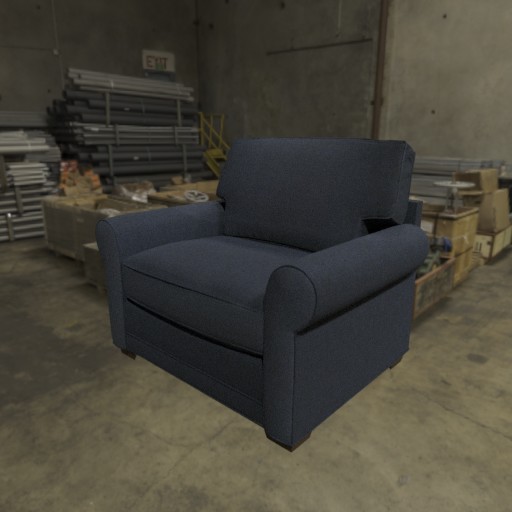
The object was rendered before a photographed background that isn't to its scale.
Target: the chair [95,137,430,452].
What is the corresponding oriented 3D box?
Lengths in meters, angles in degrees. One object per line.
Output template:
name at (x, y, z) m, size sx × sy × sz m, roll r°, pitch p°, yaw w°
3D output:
chair at (0.000, 0.000, 2.028) m, size 1.285 × 1.044 × 0.963 m, roll 14°, pitch 21°, yaw 40°
